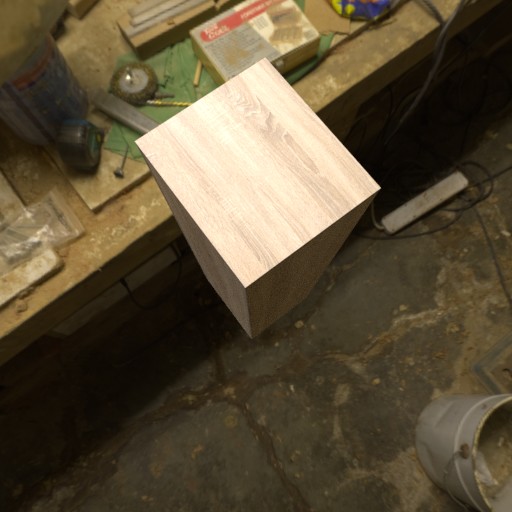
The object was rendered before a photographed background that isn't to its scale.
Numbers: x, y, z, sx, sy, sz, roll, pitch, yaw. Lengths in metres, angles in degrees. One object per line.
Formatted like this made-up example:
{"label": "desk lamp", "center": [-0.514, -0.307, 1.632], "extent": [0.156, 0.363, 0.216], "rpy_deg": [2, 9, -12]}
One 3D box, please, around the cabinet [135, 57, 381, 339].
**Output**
{"label": "cabinet", "center": [0.000, 0.000, 2.147], "extent": [0.450, 1.960, 0.510], "rpy_deg": [-36, 78, -9]}
